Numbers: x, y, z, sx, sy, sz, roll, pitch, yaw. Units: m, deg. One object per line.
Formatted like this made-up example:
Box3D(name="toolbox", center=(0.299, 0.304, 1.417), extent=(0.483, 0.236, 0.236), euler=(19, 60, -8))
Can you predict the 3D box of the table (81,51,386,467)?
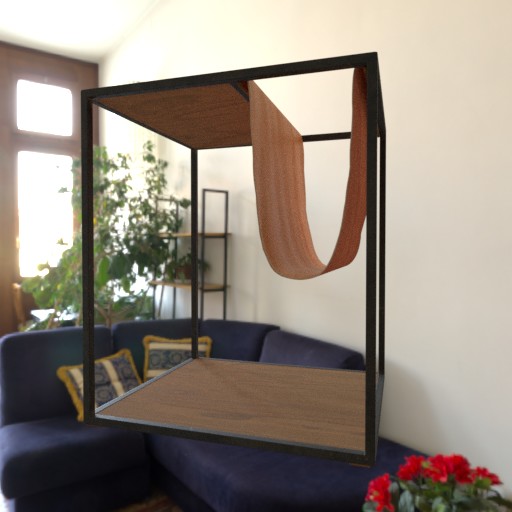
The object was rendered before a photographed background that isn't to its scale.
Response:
Box3D(name="table", center=(0.000, 0.000, 0.822), extent=(0.450, 0.536, 0.399), euler=(0, 1, 18))
